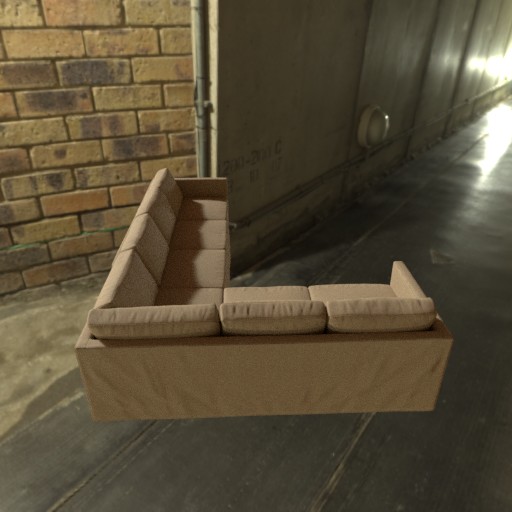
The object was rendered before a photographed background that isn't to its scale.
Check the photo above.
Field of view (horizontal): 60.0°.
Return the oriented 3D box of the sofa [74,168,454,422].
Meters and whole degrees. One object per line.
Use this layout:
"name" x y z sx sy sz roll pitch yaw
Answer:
"sofa" 0.000 0.000 4.289 2.432 0.871 3.182 -1 29 -2
